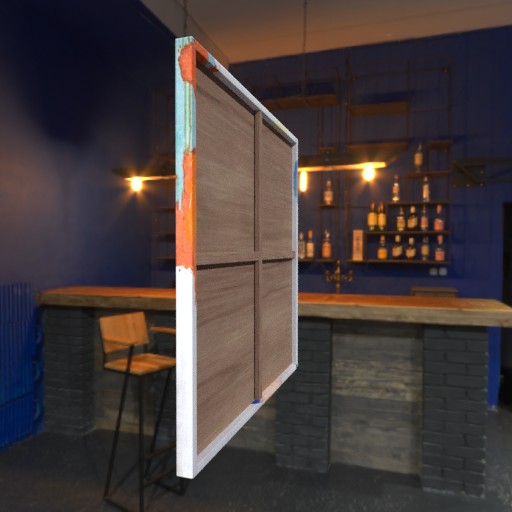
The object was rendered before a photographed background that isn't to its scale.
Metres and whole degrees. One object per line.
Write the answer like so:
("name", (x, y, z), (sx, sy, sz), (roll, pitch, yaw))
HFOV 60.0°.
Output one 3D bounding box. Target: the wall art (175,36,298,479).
("wall art", (0.000, 0.000, 1.502), (0.044, 1.017, 1.017), (0, 1, 19))
